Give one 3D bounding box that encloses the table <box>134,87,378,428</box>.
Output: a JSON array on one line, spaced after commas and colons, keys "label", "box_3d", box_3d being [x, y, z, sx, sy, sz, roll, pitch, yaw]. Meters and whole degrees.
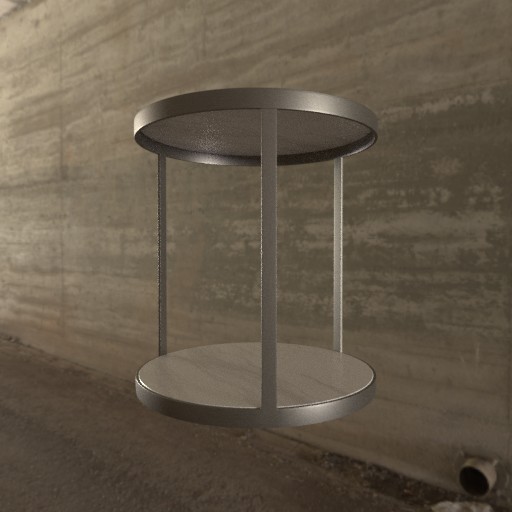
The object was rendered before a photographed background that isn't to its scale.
[{"label": "table", "box_3d": [0.000, 0.000, 0.843, 0.445, 0.479, 0.445, 0, 1, 0]}]
